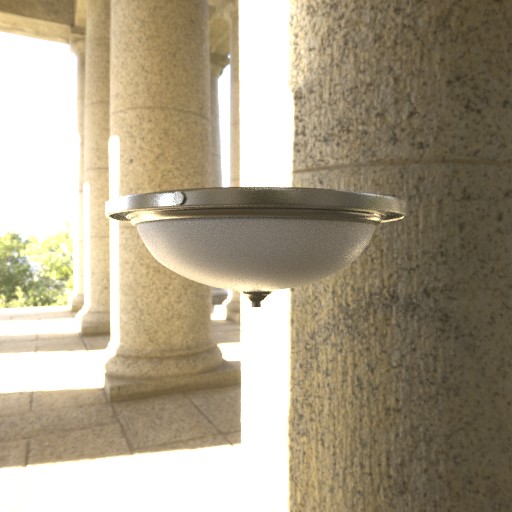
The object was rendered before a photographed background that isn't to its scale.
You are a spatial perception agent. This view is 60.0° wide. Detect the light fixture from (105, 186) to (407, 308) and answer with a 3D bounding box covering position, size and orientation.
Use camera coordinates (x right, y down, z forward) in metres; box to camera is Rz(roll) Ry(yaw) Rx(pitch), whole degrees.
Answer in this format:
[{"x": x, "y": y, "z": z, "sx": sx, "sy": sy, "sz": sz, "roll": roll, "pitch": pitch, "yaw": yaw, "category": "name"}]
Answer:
[{"x": 0.000, "y": 0.000, "z": 0.562, "sx": 0.361, "sy": 0.130, "sz": 0.361, "roll": 0, "pitch": 1, "yaw": 0, "category": "light fixture"}]
